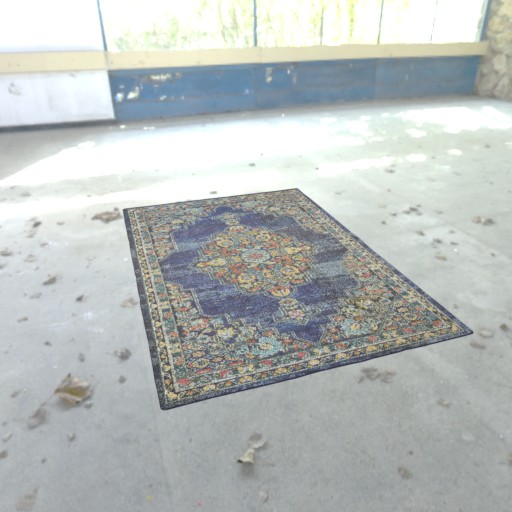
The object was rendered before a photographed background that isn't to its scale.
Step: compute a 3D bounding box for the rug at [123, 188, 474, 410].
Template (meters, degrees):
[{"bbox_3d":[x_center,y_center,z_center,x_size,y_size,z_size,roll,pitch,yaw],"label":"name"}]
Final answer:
[{"bbox_3d":[0.000,0.000,3.839,2.053,0.011,2.940,-9,30,-16],"label":"rug"}]
